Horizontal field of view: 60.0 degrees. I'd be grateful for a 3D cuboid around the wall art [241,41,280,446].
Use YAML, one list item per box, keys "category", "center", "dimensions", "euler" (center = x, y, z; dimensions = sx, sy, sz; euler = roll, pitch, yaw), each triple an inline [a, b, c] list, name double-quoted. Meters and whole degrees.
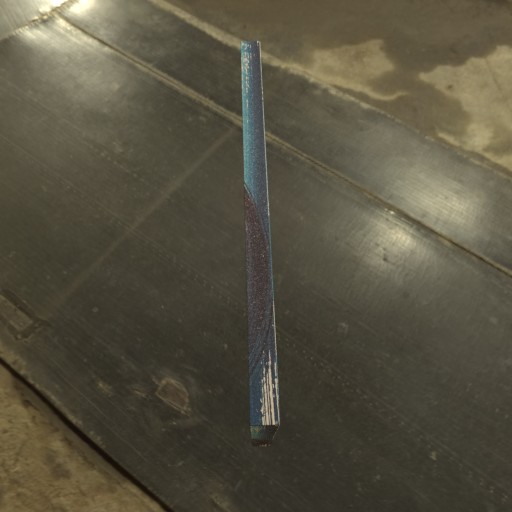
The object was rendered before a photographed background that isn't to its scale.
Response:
- category: "wall art"
  center: [0.000, 0.000, 0.797]
  dimensions: [0.033, 0.406, 0.609]
  euler: [-2, 64, -1]
